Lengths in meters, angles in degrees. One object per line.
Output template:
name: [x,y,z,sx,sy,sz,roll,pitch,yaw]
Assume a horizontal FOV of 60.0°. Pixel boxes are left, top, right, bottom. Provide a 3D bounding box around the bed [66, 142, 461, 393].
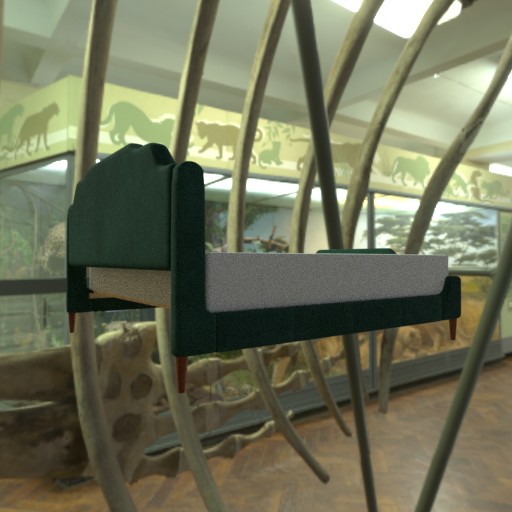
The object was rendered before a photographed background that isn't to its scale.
bed: [0.000,0.000,3.462,2.340,1.245,2.074,0,-1,-36]
